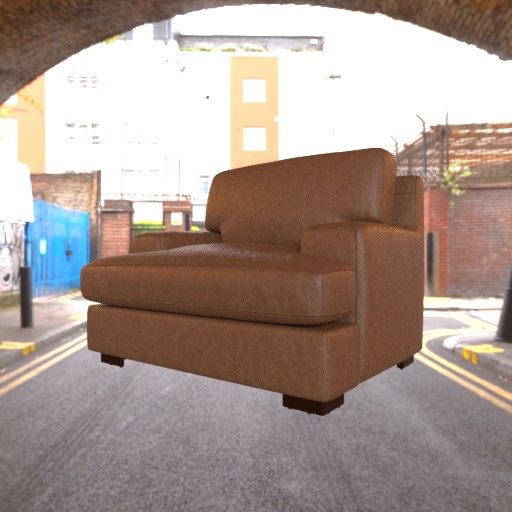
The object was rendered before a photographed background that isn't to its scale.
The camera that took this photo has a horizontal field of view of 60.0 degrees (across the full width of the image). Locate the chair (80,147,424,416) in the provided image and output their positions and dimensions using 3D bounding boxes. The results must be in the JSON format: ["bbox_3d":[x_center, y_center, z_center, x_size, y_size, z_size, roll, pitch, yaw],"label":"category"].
[{"bbox_3d":[0.000,0.000,1.993,1.276,0.978,1.050,0,0,37],"label":"chair"}]
